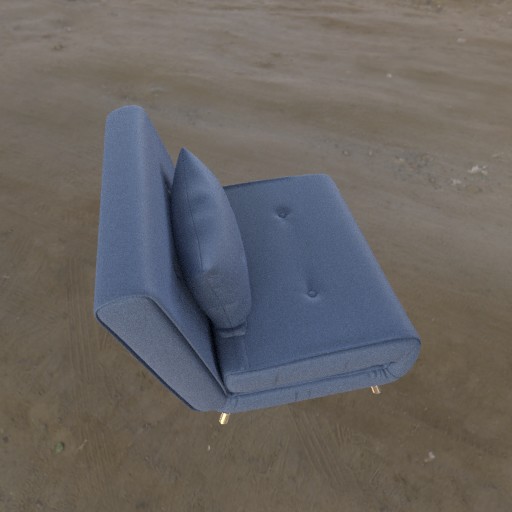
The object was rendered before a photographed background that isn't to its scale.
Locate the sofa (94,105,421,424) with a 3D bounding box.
[{"bbox_3d":[0.000,0.000,1.732,0.996,0.860,0.999,-8,46,-8],"label":"sofa"}]
